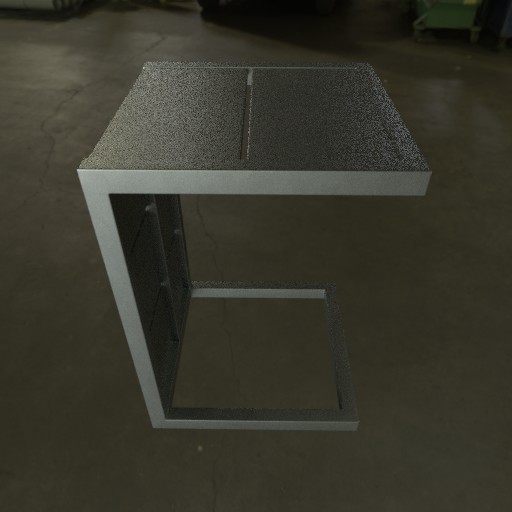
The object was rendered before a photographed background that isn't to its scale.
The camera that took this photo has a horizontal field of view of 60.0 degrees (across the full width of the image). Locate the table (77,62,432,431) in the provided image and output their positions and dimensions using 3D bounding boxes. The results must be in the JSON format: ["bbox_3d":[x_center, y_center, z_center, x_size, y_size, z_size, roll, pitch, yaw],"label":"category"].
[{"bbox_3d":[0.000,0.000,0.873,0.420,0.609,0.405,1,40,1],"label":"table"}]
